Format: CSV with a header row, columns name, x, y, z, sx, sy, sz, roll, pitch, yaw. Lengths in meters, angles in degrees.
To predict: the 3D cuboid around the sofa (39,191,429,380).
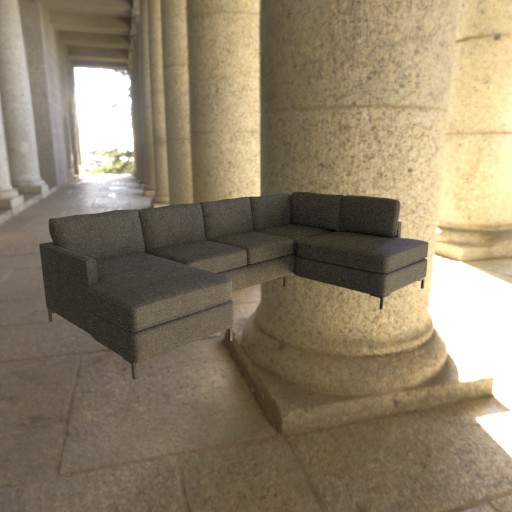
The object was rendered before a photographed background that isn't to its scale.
name,x,y,z,sx,sy,sz,roll,pitch,yaw
sofa,0.000,0.000,4.401,2.048,0.999,3.423,13,19,43
